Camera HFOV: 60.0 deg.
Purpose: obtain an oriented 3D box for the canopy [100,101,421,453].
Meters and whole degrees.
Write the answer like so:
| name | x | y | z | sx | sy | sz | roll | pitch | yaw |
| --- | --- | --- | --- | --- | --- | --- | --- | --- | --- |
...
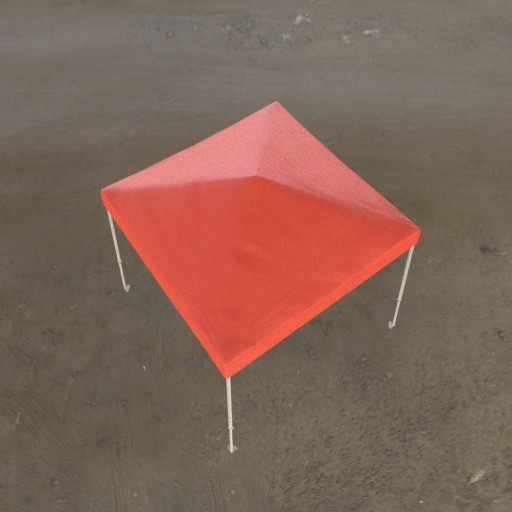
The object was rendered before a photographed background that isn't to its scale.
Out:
| name | x | y | z | sx | sy | sz | roll | pitch | yaw |
| --- | --- | --- | --- | --- | --- | --- | --- | --- | --- |
| canopy | 0.000 | 0.000 | 5.297 | 2.849 | 2.850 | 2.850 | -32 | 64 | -18 |
